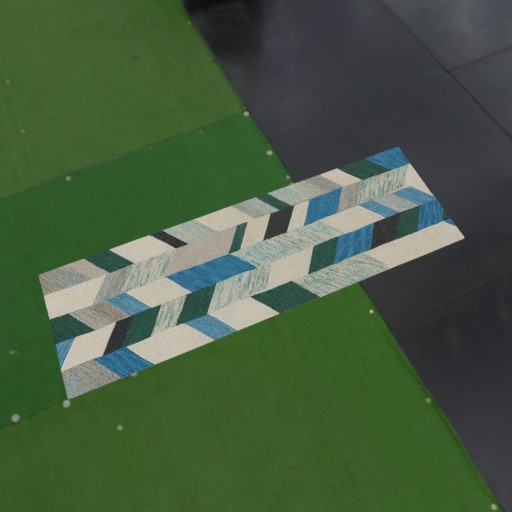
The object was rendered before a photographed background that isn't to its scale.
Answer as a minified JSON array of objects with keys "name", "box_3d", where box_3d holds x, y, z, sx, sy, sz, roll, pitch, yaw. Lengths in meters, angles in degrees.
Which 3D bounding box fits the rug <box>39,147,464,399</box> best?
[{"name":"rug","box_3d":[0.000,0.000,2.645,2.437,0.008,0.774,-21,65,-10]}]
